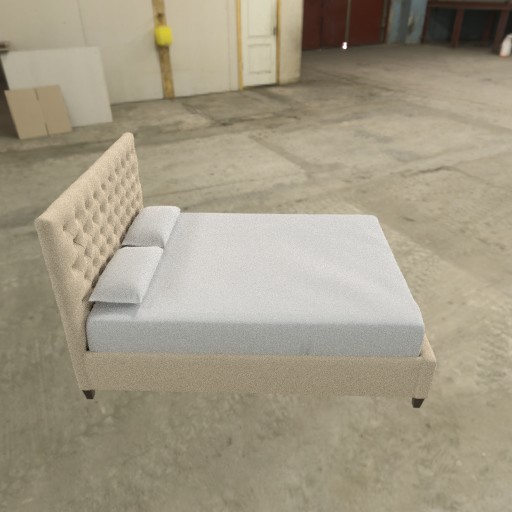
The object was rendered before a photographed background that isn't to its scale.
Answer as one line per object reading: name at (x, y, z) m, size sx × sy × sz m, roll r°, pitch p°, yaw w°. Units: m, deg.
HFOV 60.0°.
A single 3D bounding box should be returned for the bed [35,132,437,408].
bed at (0.000, 0.000, 3.422) m, size 2.387 × 1.427 × 1.698 m, roll 1°, pitch 31°, yaw 2°
